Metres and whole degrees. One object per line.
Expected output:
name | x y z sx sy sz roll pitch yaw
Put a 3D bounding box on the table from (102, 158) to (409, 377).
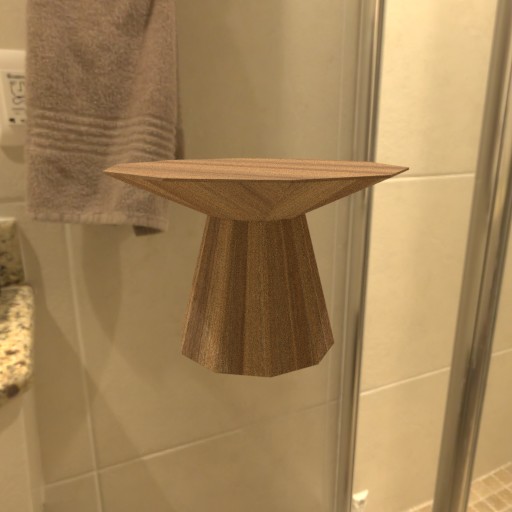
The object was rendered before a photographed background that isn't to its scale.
table | 0.000 0.000 1.882 1.186 0.752 1.186 0 15 0
